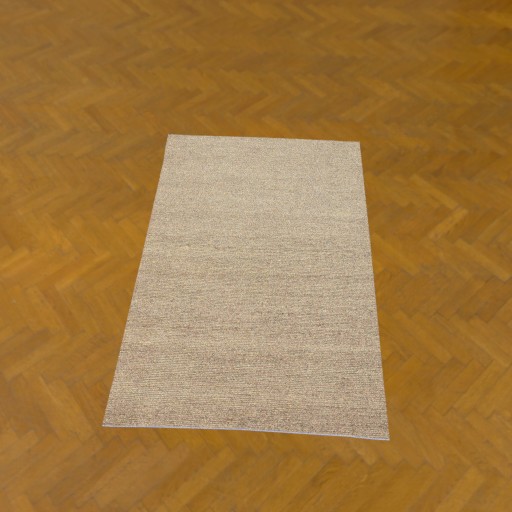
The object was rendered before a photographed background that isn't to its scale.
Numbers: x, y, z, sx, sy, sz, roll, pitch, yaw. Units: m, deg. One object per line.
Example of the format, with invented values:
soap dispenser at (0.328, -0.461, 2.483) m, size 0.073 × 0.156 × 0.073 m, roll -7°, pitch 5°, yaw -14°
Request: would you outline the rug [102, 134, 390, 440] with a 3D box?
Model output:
rug at (0.000, 0.000, 3.085) m, size 1.609 × 0.030 × 2.342 m, roll 3°, pitch 58°, yaw 2°
